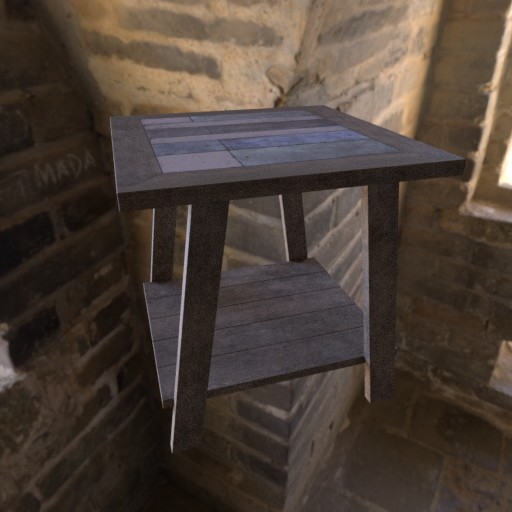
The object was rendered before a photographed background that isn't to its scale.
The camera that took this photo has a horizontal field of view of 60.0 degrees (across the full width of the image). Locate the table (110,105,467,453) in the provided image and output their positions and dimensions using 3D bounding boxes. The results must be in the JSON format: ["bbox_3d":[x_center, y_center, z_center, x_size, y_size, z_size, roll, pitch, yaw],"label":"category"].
[{"bbox_3d":[0.000,0.000,1.121,0.610,0.610,0.610,-8,29,-15],"label":"table"}]
